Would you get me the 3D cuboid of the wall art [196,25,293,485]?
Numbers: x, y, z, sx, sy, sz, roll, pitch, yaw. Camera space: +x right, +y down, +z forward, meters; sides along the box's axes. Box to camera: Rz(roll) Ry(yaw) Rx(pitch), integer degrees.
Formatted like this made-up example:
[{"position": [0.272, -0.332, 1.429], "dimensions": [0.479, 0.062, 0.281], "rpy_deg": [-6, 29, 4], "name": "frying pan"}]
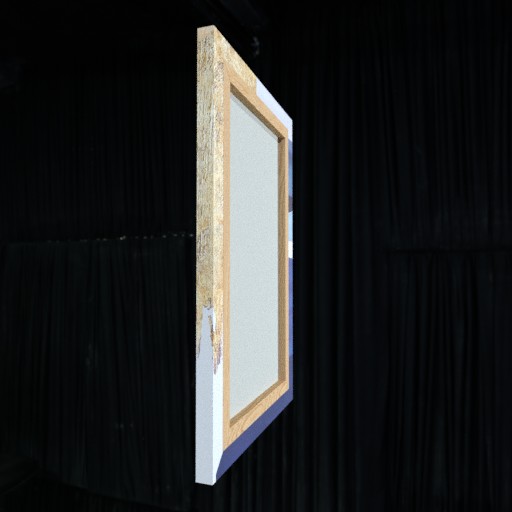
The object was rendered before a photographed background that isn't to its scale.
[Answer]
[{"position": [0.000, 0.000, 1.169], "dimensions": [0.039, 0.911, 0.607], "rpy_deg": [-1, -2, 19], "name": "wall art"}]
